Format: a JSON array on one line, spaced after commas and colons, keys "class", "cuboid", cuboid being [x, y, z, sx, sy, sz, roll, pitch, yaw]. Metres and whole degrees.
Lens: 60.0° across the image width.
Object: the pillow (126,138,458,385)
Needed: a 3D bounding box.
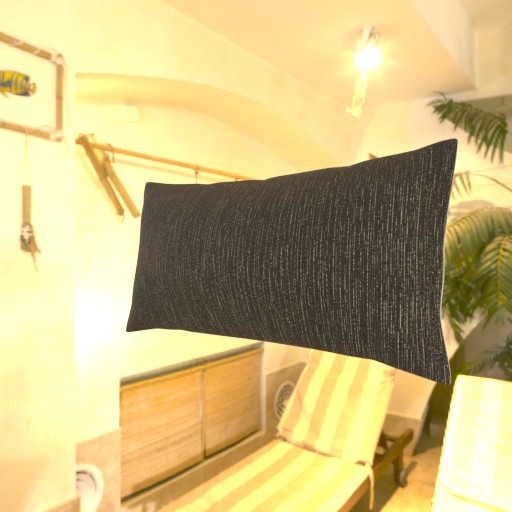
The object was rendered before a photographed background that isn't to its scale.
[{"class": "pillow", "cuboid": [0.000, 0.000, 0.725, 0.608, 0.305, 0.156, 0, 0, 36]}]
